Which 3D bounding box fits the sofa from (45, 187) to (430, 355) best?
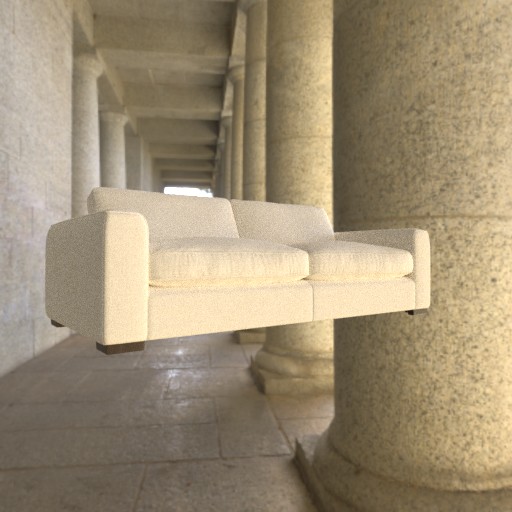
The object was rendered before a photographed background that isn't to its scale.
[{"bbox_3d":[0.000,0.000,2.801,2.262,0.801,1.070,0,0,-36],"label":"sofa"}]
